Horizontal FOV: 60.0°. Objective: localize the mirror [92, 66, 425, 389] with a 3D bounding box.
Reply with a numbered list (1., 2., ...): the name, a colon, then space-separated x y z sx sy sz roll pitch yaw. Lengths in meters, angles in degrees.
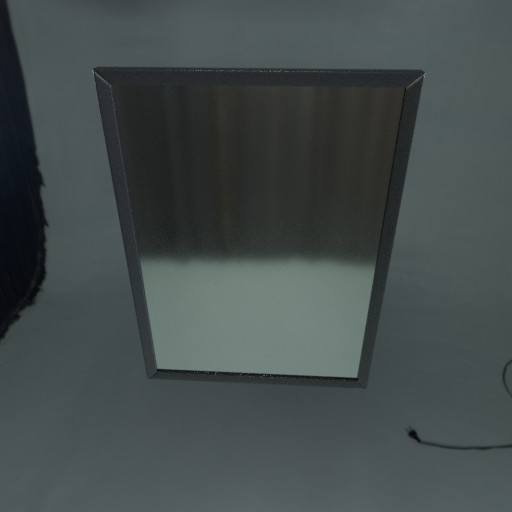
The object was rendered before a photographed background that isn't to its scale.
1. mirror: 0.000 0.000 1.293 0.762 1.016 0.040 2 31 3
